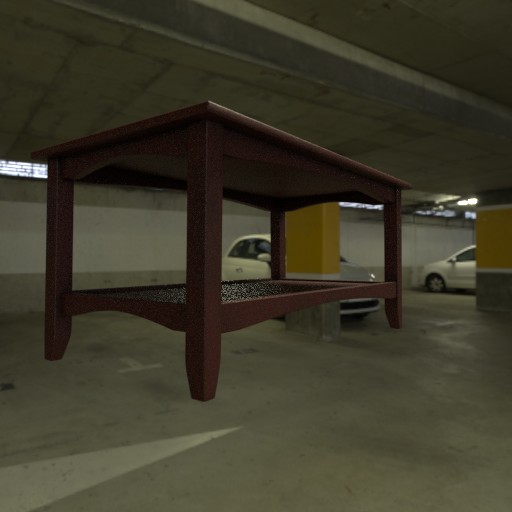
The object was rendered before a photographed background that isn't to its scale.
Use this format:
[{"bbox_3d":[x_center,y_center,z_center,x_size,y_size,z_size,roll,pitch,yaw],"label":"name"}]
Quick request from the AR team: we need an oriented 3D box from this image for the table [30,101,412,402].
[{"bbox_3d":[0.000,0.000,1.189,0.533,0.456,0.943,0,0,37],"label":"table"}]
